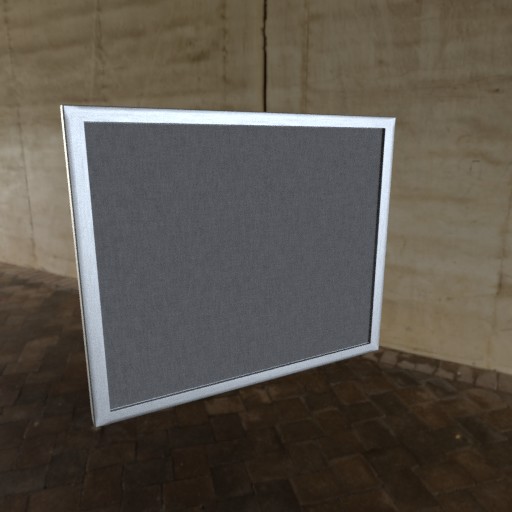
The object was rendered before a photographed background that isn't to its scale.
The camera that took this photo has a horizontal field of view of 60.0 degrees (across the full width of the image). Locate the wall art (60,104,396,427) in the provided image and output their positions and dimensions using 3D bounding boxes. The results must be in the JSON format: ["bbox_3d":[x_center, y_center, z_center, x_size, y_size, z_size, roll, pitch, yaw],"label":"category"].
[{"bbox_3d":[0.000,0.000,0.740,0.556,0.457,0.028,-7,16,-27],"label":"wall art"}]
